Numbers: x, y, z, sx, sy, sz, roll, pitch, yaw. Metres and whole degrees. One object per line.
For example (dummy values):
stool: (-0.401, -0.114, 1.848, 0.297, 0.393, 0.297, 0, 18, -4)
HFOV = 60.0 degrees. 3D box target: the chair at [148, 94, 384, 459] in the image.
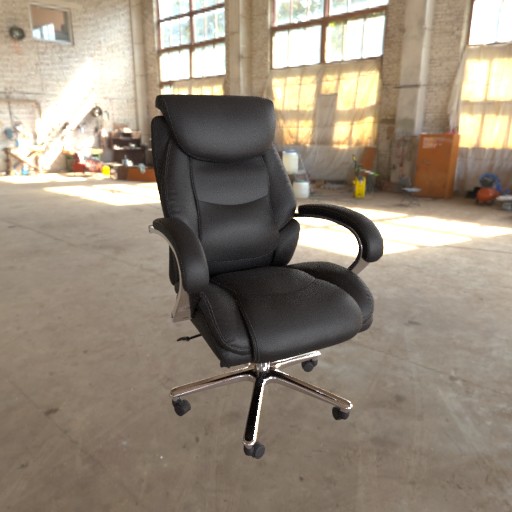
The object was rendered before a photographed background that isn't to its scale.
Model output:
chair: (0.000, 0.000, 1.662, 0.755, 1.183, 0.790, -8, 18, -27)
